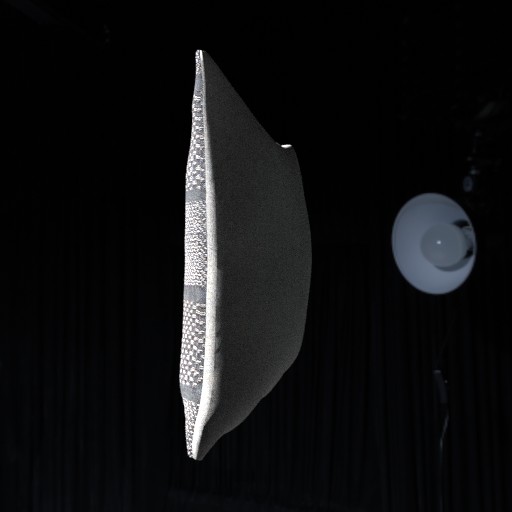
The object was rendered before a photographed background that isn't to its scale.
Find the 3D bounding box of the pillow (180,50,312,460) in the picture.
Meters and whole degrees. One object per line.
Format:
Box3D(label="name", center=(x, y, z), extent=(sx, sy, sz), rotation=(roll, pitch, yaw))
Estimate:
Box3D(label="pillow", center=(0.000, 0.000, 0.667), extent=(0.138, 0.432, 0.435), rotation=(0, 0, 17))
